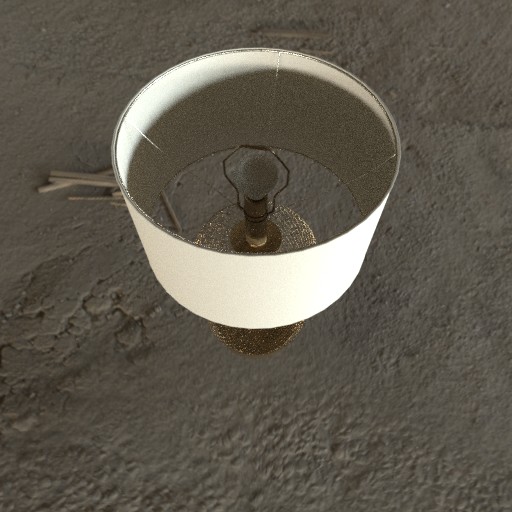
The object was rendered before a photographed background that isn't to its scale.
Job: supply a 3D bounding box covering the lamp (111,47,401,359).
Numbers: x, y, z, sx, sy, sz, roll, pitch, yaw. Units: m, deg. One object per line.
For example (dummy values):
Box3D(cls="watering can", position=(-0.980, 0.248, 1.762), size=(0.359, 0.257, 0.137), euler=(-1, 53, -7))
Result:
Box3D(cls="lamp", position=(0.000, 0.000, 0.793), size=(0.353, 0.578, 0.353), euler=(0, 59, 0))
